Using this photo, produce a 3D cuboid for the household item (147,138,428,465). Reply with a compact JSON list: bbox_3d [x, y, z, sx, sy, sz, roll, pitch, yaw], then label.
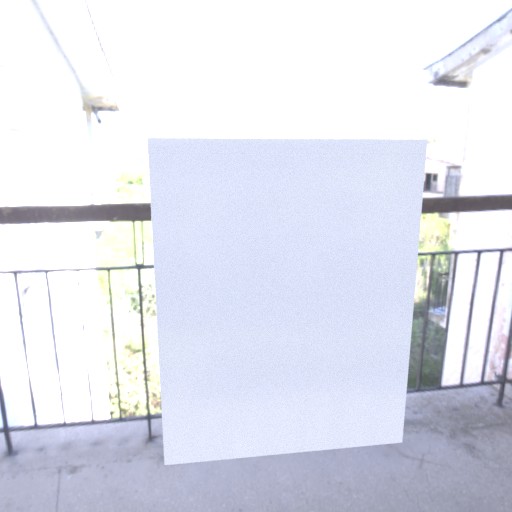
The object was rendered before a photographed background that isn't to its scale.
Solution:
[{"bbox_3d":[0.000,0.000,1.536,0.597,0.749,1.100,-2,13,-8],"label":"household item"}]
